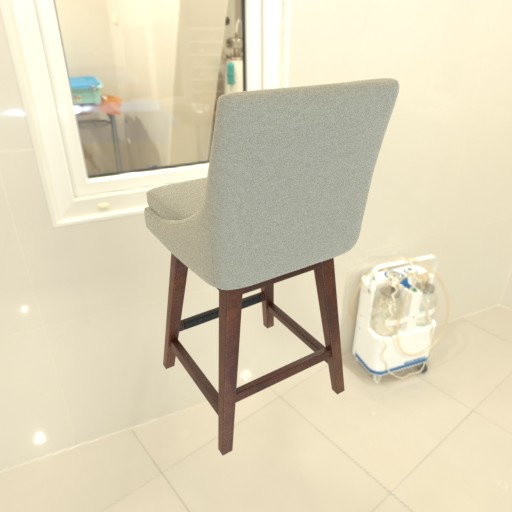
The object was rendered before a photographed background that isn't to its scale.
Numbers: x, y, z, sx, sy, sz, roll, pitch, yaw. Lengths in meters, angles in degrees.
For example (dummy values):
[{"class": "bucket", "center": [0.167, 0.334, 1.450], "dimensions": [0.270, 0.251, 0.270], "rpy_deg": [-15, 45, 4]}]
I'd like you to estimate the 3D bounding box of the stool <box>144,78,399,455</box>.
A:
[{"class": "stool", "center": [0.000, 0.000, 1.284], "dimensions": [0.469, 0.991, 0.559], "rpy_deg": [-17, 33, -28]}]
